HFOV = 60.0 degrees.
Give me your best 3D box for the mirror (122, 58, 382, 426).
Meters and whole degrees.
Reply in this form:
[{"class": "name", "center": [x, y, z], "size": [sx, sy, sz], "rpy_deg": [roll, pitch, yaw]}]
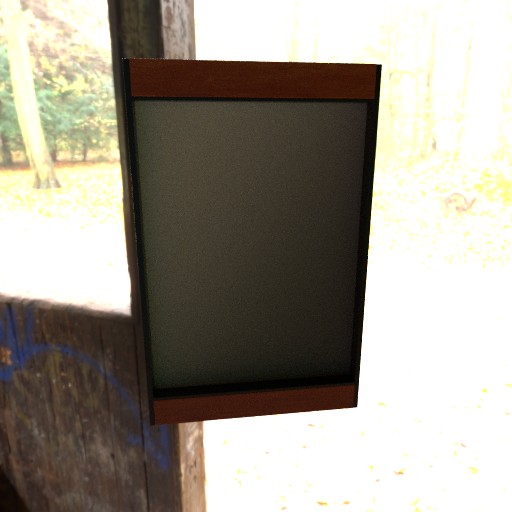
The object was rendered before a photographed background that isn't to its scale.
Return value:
[{"class": "mirror", "center": [0.000, 0.000, 1.020], "size": [0.525, 0.823, 0.047], "rpy_deg": [-2, 16, -8]}]
